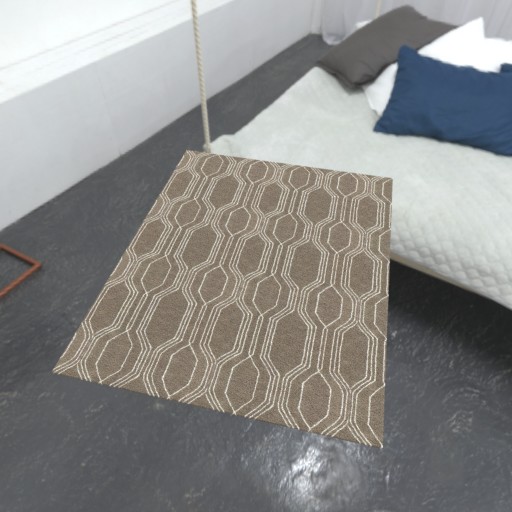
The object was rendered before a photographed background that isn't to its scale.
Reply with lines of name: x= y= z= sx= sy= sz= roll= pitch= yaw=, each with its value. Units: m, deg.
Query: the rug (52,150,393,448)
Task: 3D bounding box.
rug: x=0.000 y=0.000 z=4.177 sx=2.457 sy=0.012 sz=3.062 roll=10 pitch=47 yaw=9
